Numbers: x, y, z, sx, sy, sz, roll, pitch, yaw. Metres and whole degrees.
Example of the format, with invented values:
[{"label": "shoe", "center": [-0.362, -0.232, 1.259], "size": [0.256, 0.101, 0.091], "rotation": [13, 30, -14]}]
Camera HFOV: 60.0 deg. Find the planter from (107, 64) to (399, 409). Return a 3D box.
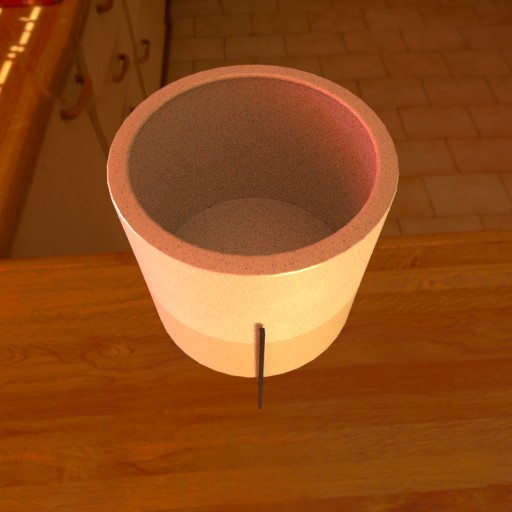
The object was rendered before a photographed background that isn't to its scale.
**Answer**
[{"label": "planter", "center": [0.000, 0.000, 0.749], "size": [0.368, 0.484, 0.359], "rotation": [-29, 62, -18]}]
